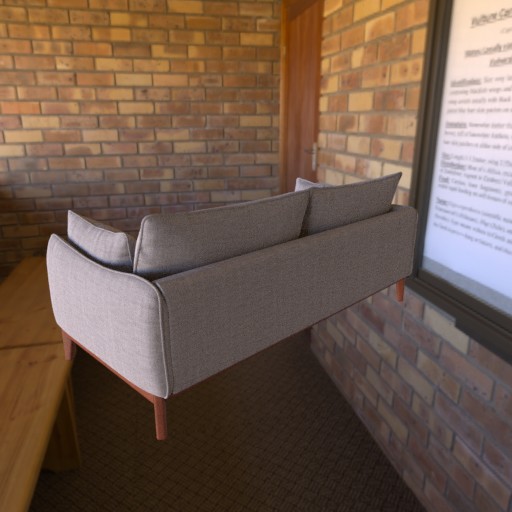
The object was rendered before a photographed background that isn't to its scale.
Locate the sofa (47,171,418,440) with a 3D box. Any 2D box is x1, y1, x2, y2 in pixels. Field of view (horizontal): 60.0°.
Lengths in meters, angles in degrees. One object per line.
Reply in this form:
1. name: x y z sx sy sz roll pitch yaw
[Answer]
1. sofa: 0.000 0.000 2.473 0.972 0.851 1.989 16 24 42
